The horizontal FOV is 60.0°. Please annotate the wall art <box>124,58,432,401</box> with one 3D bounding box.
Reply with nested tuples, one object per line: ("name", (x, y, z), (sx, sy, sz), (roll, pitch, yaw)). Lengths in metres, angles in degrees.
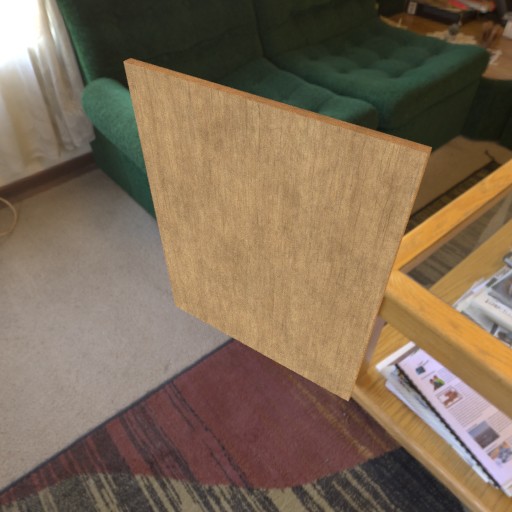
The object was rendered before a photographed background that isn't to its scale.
("wall art", (0.000, 0.000, 0.918), (0.534, 0.686, 0.018), (25, 51, 22))
